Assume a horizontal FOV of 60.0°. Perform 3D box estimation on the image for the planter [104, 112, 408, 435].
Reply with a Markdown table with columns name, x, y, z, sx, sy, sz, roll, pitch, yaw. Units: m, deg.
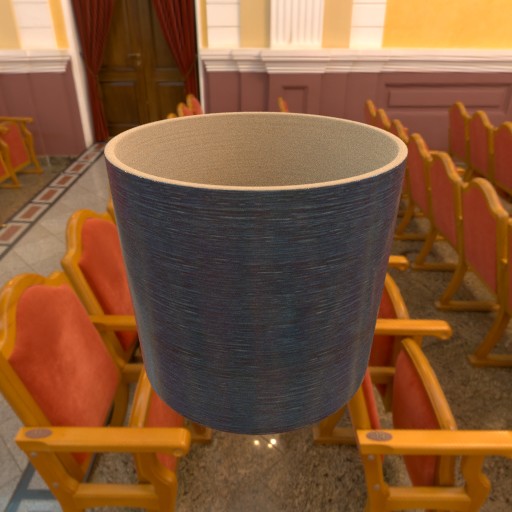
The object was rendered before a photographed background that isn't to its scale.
| name | x | y | z | sx | sy | sz | roll | pitch | yaw |
| --- | --- | --- | --- | --- | --- | --- | --- | --- | --- |
| planter | 0.000 | 0.000 | 0.385 | 0.221 | 0.201 | 0.221 | 0 | 28 | 0 |
